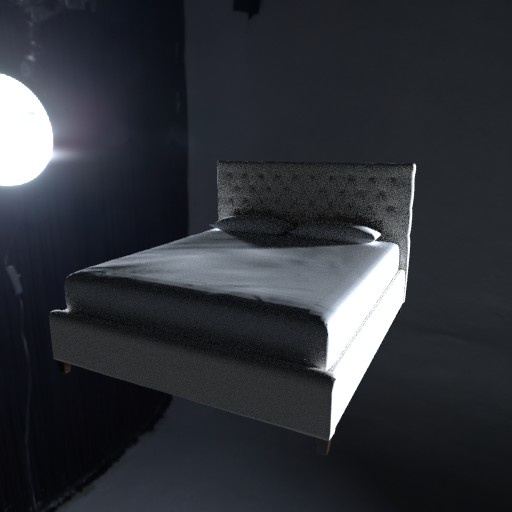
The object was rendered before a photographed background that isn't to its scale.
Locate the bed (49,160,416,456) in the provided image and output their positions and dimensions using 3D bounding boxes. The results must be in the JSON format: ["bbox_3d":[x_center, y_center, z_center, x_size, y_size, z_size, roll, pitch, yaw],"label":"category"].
[{"bbox_3d":[0.000,0.000,3.590,2.078,1.427,2.387,7,15,26],"label":"bed"}]
